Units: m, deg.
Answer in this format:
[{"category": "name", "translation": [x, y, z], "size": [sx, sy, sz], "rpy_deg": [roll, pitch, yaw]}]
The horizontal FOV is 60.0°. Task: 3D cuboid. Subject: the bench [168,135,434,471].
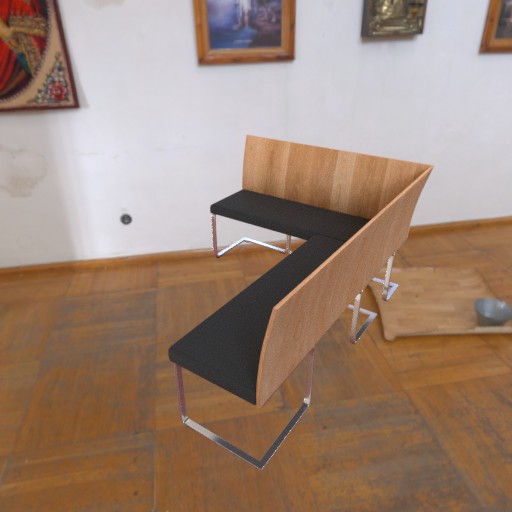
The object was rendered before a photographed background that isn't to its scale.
[{"category": "bench", "translation": [0.000, 0.000, 2.780], "size": [1.495, 0.930, 1.945], "rpy_deg": [18, 33, 30]}]
